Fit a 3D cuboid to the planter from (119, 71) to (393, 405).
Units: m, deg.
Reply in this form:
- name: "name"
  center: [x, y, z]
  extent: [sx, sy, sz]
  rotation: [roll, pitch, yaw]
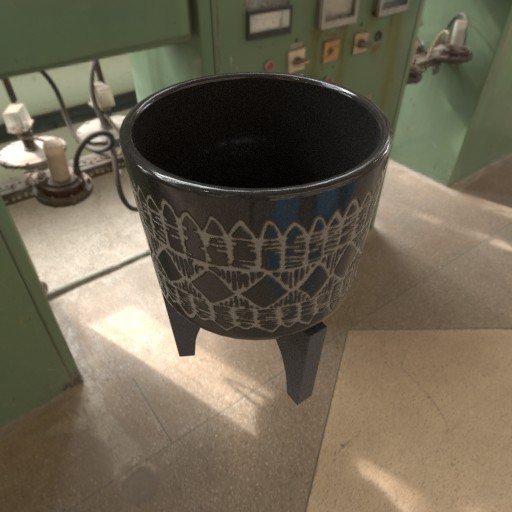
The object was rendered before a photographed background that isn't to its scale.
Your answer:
- name: "planter"
  center: [0.000, 0.000, 0.272]
  extent: [0.129, 0.177, 0.129]
  rotation: [0, 42, 0]
